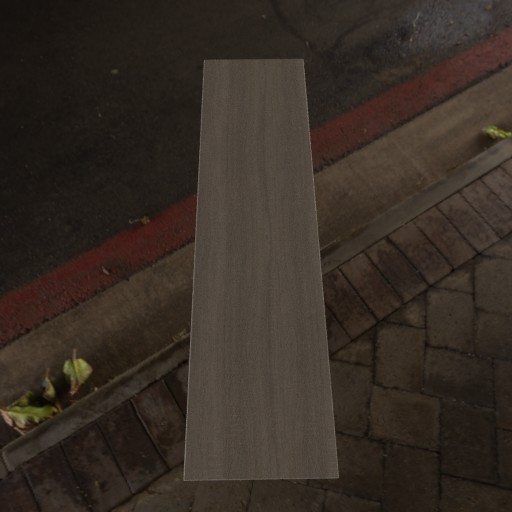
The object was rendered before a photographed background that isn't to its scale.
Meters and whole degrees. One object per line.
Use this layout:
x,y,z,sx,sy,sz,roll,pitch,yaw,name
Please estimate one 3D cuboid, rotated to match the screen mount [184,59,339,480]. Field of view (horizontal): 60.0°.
0.000,0.000,1.681,0.401,0.509,1.500,-1,65,0,screen mount
